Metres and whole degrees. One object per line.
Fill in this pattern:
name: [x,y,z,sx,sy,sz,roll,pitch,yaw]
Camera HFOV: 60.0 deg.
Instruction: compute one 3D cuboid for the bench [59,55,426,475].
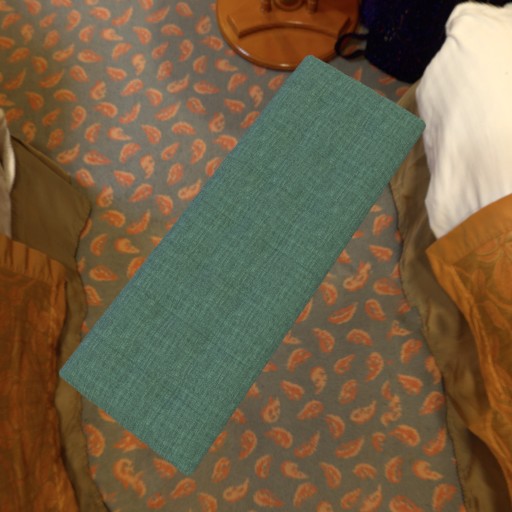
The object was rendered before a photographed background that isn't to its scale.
bench: [0.000,0.000,1.327,0.406,0.432,1.118,34,78,8]
